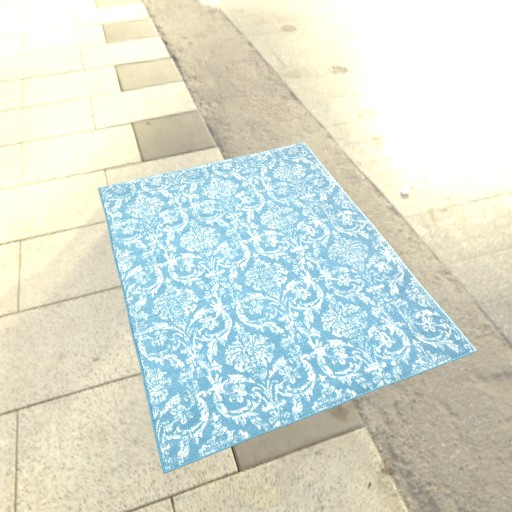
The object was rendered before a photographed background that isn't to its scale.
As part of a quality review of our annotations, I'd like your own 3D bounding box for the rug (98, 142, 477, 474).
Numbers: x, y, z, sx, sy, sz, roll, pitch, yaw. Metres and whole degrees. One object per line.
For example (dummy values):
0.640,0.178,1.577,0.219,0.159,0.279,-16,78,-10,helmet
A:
0.000,0.000,3.937,2.363,0.012,2.980,-16,49,-14,rug
